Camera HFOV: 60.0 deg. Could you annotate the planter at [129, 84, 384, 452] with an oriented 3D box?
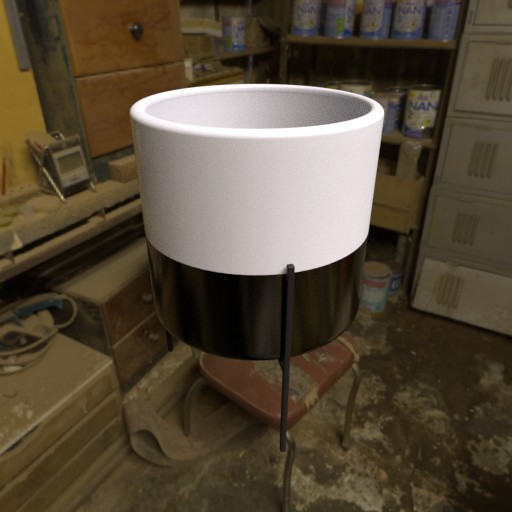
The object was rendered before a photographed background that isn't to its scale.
[{"bbox_3d":[0.000,0.000,0.644,0.310,0.432,0.310,17,33,28],"label":"planter"}]
